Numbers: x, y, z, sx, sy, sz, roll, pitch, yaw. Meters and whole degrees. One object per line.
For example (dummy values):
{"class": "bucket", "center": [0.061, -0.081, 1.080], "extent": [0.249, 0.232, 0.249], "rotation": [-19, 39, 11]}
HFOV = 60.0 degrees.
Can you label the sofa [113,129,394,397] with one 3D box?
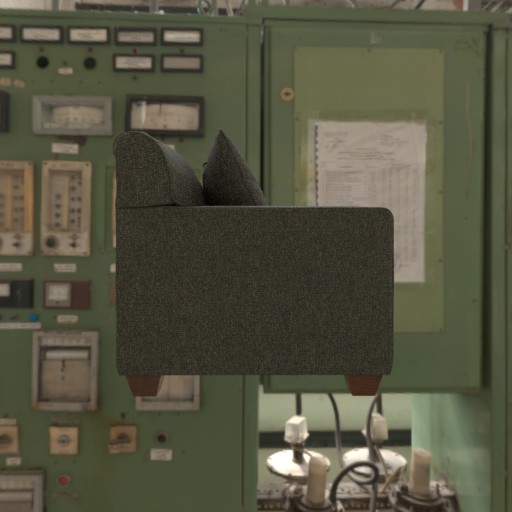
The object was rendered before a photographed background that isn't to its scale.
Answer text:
{"class": "sofa", "center": [0.000, 0.000, 2.412], "extent": [0.998, 0.958, 1.846], "rotation": [0, 1, 0]}
